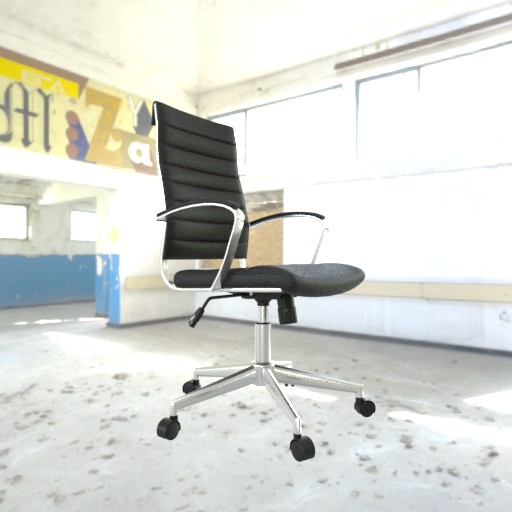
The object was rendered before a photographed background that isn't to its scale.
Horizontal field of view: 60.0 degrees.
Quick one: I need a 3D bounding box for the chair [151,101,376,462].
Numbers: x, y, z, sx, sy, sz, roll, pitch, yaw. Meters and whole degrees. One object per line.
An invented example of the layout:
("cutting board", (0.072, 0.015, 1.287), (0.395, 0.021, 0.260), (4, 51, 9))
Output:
("chair", (0.000, 0.000, 1.625), (0.739, 1.149, 0.766), (0, 0, 38))
